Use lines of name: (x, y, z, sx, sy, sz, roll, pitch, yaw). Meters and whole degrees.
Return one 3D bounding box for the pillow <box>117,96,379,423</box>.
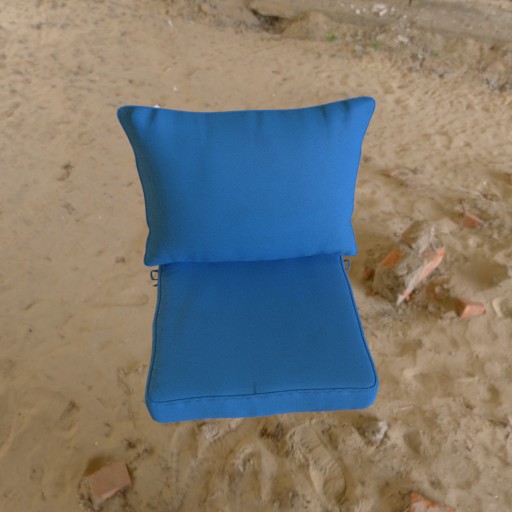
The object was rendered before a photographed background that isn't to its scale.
pillow: (0.000, 0.000, 1.358, 0.798, 0.725, 0.733, -3, 46, -3)
